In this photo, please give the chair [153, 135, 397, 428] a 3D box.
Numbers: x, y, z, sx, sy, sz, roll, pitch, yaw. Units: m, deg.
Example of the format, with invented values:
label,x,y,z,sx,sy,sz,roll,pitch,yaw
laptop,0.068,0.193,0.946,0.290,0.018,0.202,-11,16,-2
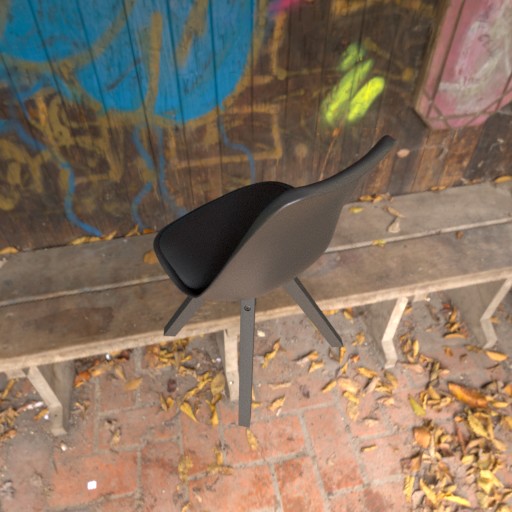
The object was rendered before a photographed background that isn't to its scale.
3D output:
label,x,y,z,sx,sy,sz,roll,pitch,yaw
chair,0.000,0.000,1.202,0.485,0.850,0.530,-32,54,-27
